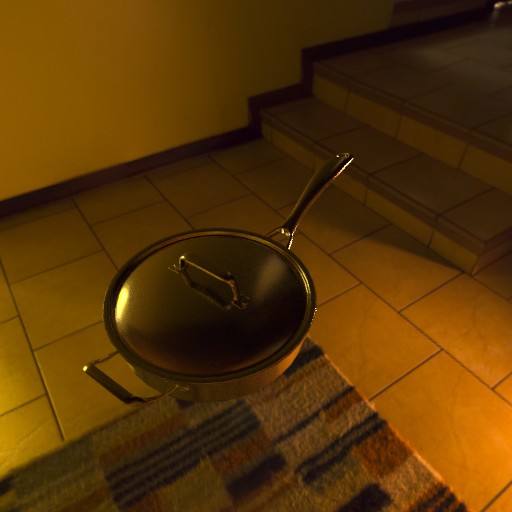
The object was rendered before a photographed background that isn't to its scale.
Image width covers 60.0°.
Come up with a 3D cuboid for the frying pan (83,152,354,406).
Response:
[{"bbox_3d":[0.000,0.000,0.655,0.280,0.114,0.561,26,47,26],"label":"frying pan"}]
